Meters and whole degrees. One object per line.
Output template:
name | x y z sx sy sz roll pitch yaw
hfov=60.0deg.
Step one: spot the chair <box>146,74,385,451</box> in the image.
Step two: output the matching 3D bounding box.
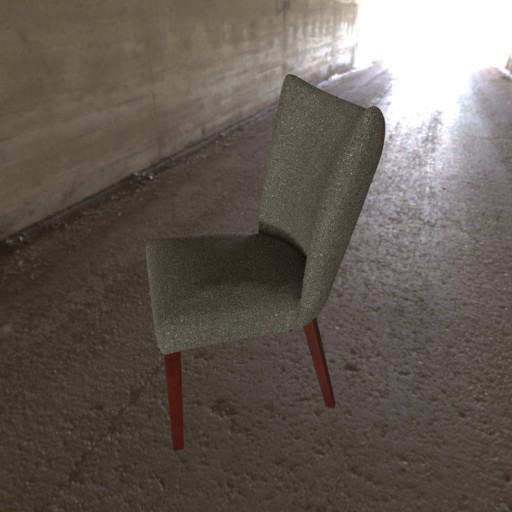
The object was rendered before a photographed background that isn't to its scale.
chair | 0.000 0.000 1.299 0.623 0.924 0.535 -8 30 -13
